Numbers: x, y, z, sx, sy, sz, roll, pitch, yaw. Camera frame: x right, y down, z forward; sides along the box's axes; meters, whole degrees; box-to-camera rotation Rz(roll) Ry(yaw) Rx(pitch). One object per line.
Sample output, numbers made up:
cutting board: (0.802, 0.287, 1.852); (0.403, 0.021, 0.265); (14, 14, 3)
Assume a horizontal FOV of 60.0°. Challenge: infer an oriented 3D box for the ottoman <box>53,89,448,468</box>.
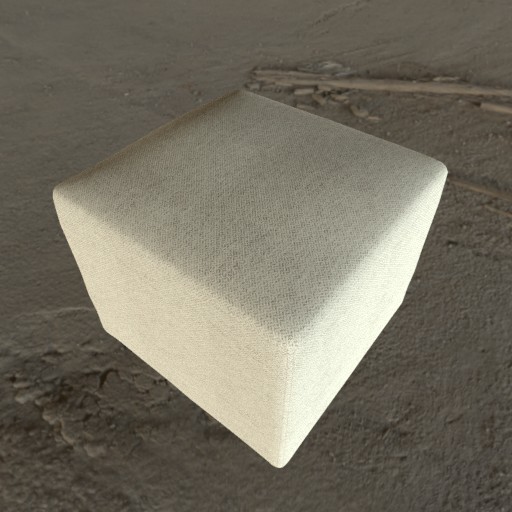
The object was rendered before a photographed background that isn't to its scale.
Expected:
ottoman: (0.000, 0.000, 0.911); (0.521, 0.453, 0.512); (29, 52, 26)
